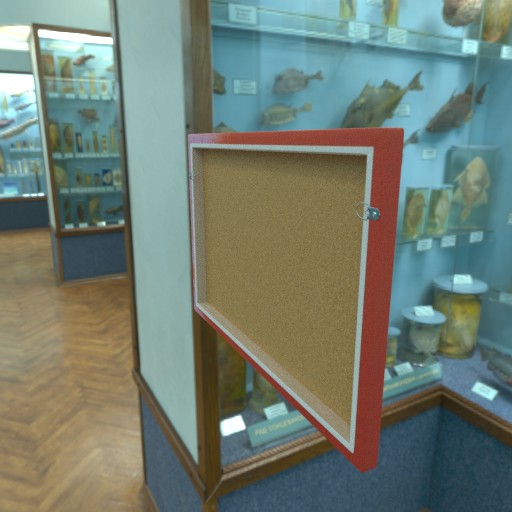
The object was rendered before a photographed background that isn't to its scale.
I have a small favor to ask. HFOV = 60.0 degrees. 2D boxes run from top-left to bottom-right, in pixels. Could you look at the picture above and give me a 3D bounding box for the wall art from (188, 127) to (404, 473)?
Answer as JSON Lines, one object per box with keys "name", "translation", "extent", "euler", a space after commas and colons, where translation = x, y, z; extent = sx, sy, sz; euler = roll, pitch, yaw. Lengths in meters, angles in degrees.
{"name": "wall art", "translation": [0.000, 0.000, 1.131], "extent": [0.040, 0.609, 0.913], "euler": [-7, 16, -26]}
